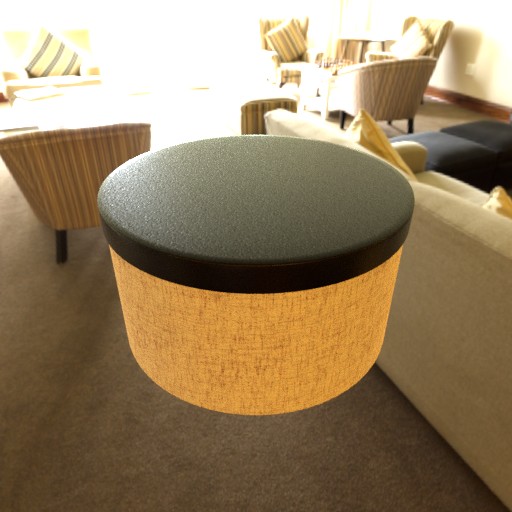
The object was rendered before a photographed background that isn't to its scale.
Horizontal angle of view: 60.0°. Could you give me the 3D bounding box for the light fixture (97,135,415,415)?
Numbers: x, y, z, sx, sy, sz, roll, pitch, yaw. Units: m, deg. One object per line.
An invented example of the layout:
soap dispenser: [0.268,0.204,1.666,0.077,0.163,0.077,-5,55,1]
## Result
light fixture: [0.000,0.000,0.627,0.389,0.229,0.389,0,32,0]
